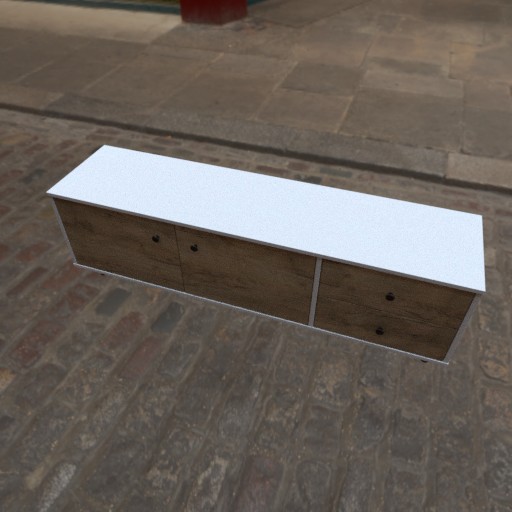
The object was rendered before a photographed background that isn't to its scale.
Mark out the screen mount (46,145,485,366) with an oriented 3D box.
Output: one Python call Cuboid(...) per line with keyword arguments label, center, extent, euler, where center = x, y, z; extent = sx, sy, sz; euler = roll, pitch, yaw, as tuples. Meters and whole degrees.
Cuboid(label="screen mount", center=(0.000, 0.000, 1.841), extent=(1.600, 0.520, 0.418), euler=(13, 44, 14))
